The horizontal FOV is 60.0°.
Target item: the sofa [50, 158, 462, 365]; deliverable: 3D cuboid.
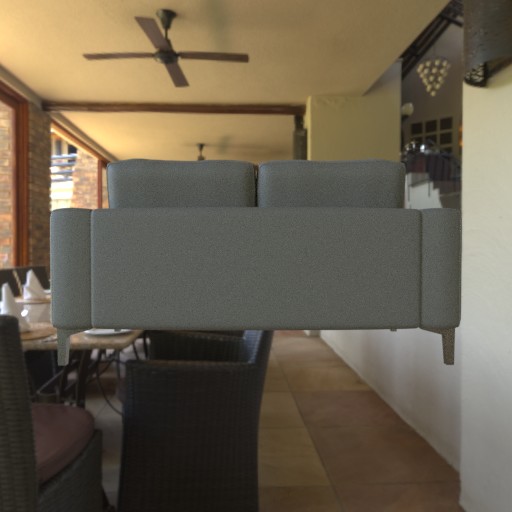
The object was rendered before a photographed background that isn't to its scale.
[{"bbox_3d":[0.000,0.000,2.214,1.726,0.893,0.833,0,1,0],"label":"sofa"}]
